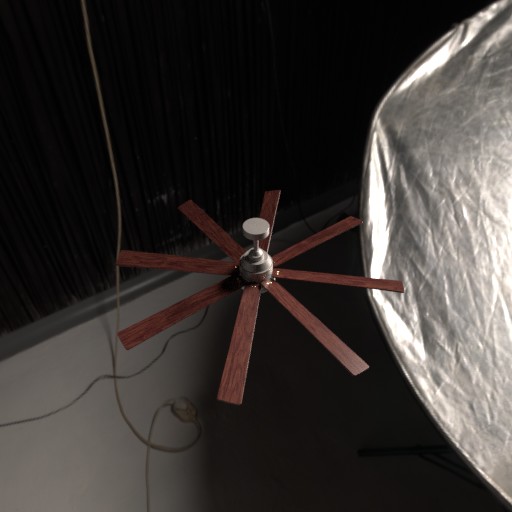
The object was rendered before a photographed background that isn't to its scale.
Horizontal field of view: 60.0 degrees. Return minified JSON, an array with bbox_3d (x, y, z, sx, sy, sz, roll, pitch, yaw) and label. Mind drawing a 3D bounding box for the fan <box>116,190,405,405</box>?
[{"bbox_3d":[0.000,0.000,2.729,1.830,0.472,1.830,-27,49,-26],"label":"fan"}]
